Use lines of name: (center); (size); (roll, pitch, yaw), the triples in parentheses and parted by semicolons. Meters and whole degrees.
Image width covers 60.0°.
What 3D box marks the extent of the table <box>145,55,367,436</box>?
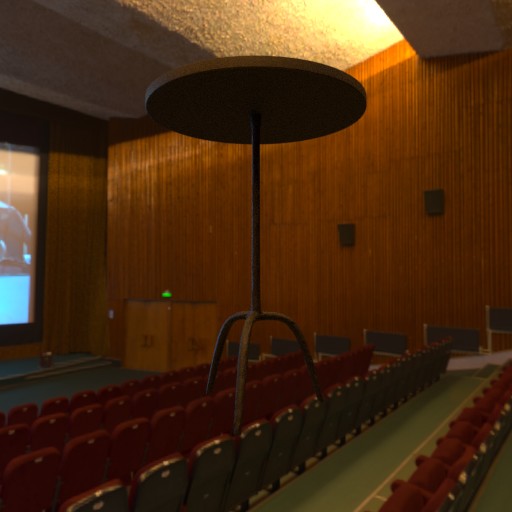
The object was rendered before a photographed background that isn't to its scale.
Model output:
table: (0.000, 0.000, 1.028); (0.502, 0.700, 0.502); (-1, -2, 37)
